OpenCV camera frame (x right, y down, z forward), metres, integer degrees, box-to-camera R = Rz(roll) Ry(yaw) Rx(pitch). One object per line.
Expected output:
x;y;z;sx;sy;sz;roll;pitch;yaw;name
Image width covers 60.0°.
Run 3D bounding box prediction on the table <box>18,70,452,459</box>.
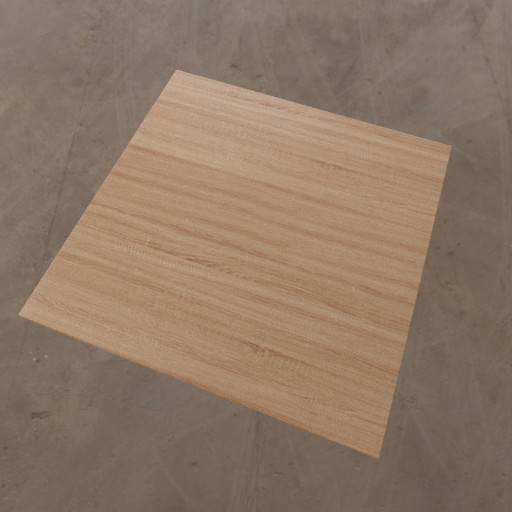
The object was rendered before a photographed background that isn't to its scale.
0.000;0.000;1.027;0.670;0.305;0.670;19;65;9;table
